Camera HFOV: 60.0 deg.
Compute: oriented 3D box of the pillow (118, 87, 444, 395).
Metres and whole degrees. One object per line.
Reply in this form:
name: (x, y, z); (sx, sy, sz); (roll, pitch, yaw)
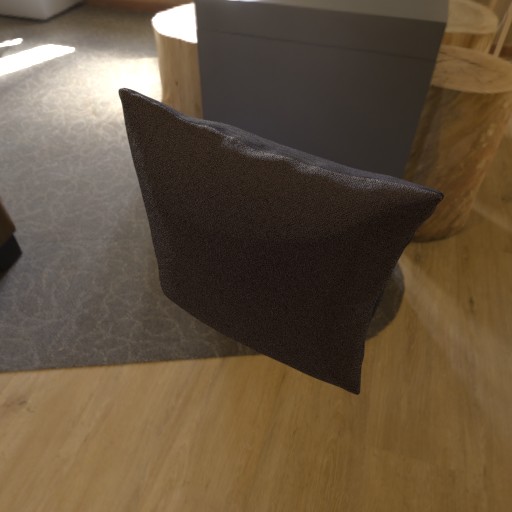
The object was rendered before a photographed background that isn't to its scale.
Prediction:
pillow: (0.000, 0.000, 0.686); (0.452, 0.439, 0.204); (25, 51, 22)
